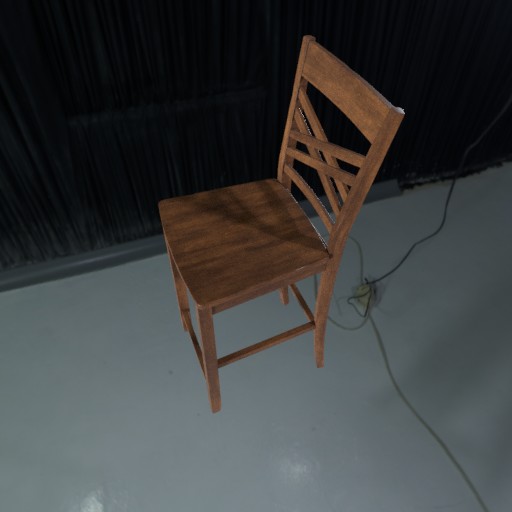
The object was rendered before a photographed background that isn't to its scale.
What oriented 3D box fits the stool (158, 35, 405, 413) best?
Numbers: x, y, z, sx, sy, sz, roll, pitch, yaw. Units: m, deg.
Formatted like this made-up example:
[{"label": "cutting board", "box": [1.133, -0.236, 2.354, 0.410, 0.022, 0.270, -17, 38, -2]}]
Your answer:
[{"label": "stool", "box": [0.000, 0.000, 1.371, 0.504, 1.098, 0.426, -16, 50, -15]}]
